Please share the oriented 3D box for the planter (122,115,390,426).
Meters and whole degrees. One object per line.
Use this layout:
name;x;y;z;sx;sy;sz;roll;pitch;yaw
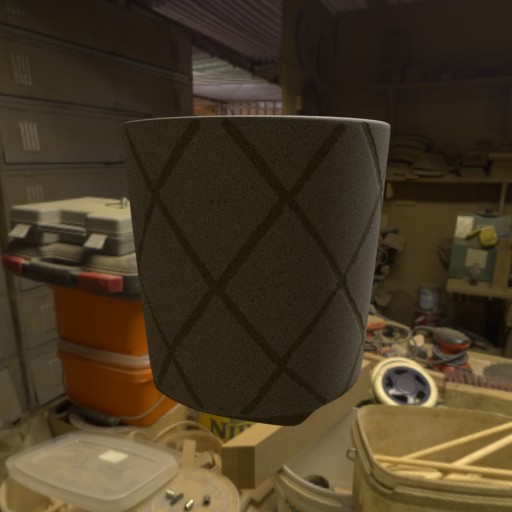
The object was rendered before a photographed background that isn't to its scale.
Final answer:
planter;0.000;0.000;0.417;0.228;0.235;0.228;0;13;0
